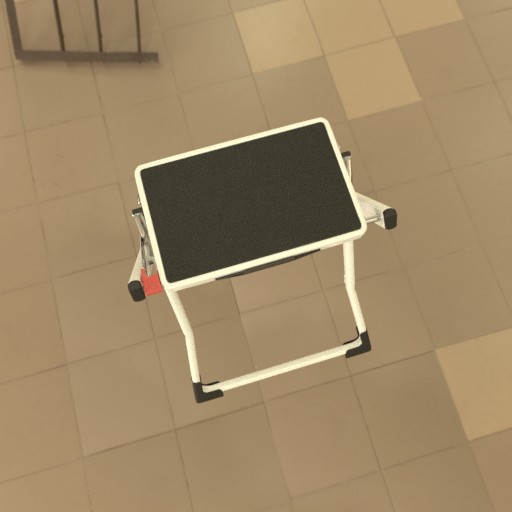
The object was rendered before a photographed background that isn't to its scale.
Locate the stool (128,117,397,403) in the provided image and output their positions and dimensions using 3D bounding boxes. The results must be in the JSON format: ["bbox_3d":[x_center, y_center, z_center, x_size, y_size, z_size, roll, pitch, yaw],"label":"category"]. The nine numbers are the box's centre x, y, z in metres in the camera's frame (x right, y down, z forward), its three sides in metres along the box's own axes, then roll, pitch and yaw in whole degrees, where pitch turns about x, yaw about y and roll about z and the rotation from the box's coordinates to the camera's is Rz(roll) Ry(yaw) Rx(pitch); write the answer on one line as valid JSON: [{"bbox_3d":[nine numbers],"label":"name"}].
[{"bbox_3d":[0.000,0.000,0.873,0.485,0.445,0.490,-16,76,-4],"label":"stool"}]
